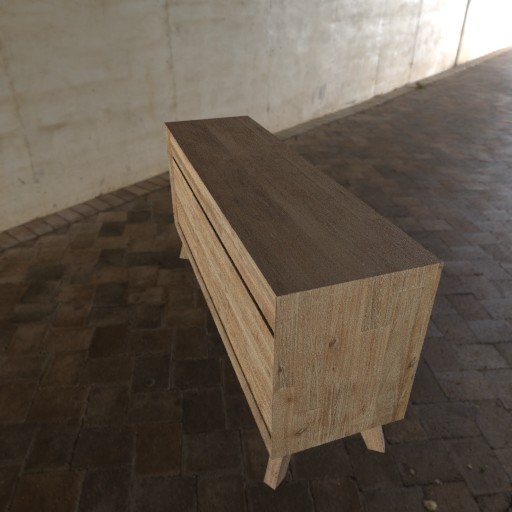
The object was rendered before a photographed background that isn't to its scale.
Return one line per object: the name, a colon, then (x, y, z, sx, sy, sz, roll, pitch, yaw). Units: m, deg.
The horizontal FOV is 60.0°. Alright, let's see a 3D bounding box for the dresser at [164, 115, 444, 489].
dresser: (0.000, 0.000, 1.908, 0.455, 0.788, 1.602, -10, 33, -16)
